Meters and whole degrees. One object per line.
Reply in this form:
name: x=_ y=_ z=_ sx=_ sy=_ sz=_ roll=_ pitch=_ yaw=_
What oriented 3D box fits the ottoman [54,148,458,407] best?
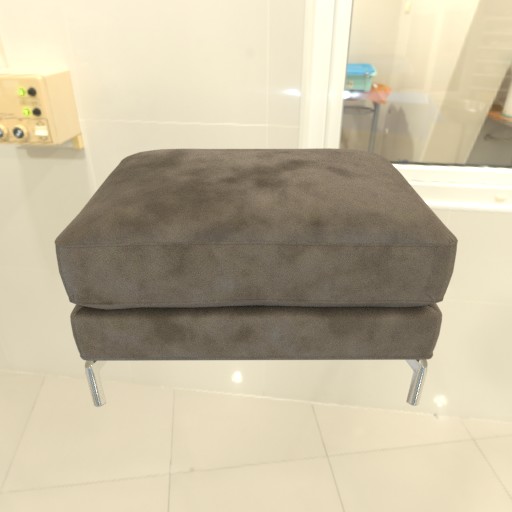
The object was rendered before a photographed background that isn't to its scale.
ottoman: x=0.000 y=0.000 z=1.061 sx=0.719 sy=0.456 sz=0.520 roll=0 pitch=30 yaw=0
